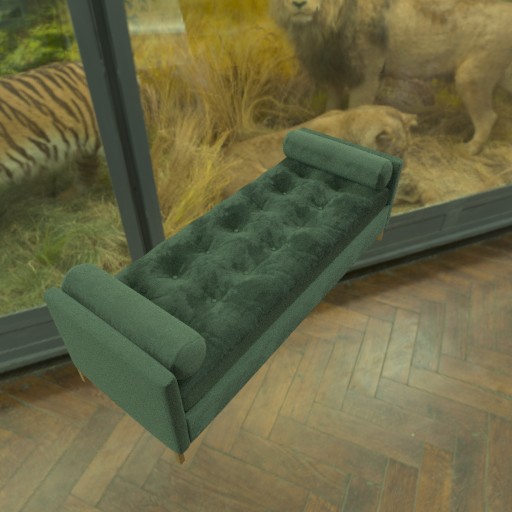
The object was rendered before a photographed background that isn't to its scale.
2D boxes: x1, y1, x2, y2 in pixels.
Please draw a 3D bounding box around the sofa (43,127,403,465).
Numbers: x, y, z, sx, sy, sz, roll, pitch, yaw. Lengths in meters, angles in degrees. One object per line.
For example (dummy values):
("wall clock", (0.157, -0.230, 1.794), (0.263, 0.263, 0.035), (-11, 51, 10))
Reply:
("sofa", (0.000, 0.000, 2.561), (0.796, 0.705, 2.102), (27, 48, 27))
